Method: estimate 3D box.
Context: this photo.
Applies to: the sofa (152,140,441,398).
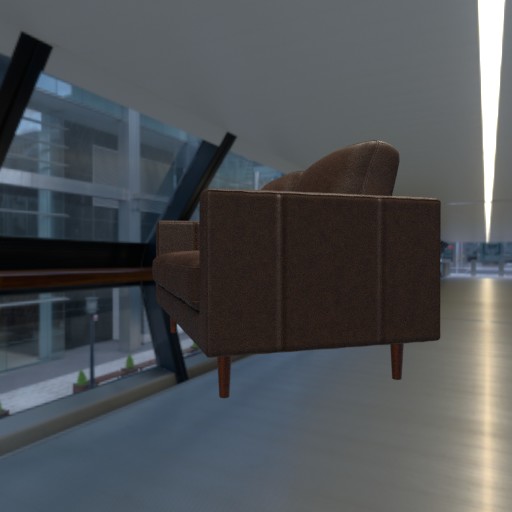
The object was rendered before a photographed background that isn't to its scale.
[{"bbox_3d":[0.000,0.000,2.222,0.909,0.951,1.578,0,0,-18],"label":"sofa"}]
